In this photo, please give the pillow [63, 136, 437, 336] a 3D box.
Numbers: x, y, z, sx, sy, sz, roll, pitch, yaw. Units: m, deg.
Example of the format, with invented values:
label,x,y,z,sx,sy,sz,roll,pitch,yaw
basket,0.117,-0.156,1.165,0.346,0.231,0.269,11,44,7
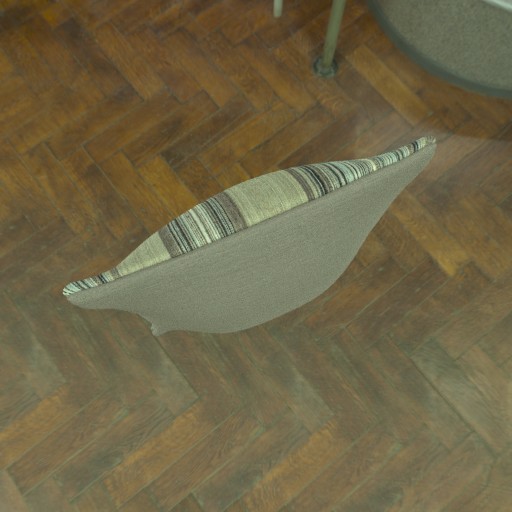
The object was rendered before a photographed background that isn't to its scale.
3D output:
label,x,y,z,sx,sy,sz,roll,pitch,yaw
pillow,0.000,0.000,0.665,0.435,0.416,0.189,-23,77,-6
